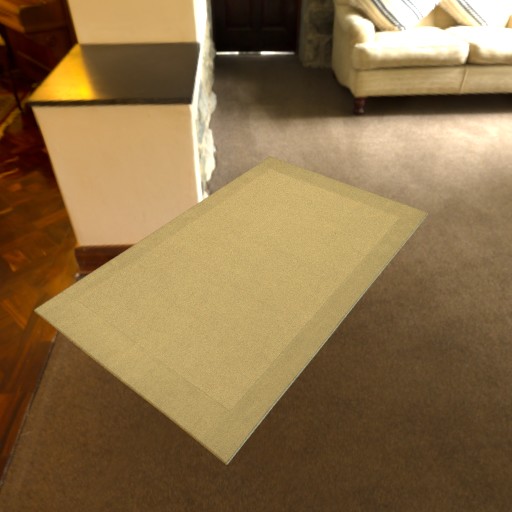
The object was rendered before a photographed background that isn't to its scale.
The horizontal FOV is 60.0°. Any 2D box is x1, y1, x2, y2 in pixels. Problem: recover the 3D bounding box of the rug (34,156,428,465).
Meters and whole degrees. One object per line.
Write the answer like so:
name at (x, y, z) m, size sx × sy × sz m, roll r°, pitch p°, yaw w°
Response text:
rug at (0.000, 0.000, 3.061) m, size 1.524 × 0.014 × 2.438 m, roll 26°, pitch 47°, yaw 27°
